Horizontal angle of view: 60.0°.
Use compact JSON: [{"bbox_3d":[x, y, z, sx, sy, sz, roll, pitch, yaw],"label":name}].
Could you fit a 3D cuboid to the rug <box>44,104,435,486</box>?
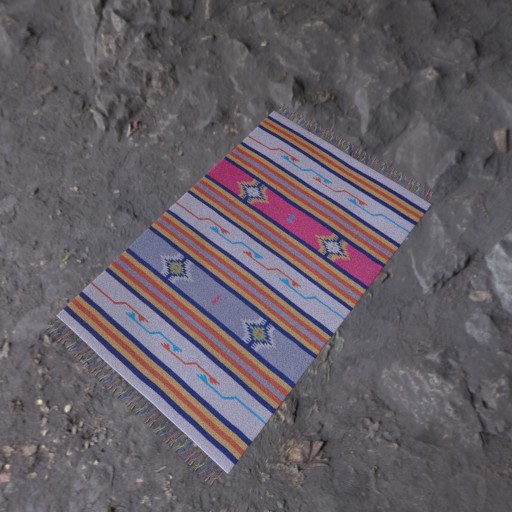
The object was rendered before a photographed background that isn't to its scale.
[{"bbox_3d":[0.000,0.000,2.253,1.084,0.013,1.849,36,69,16],"label":"rug"}]
